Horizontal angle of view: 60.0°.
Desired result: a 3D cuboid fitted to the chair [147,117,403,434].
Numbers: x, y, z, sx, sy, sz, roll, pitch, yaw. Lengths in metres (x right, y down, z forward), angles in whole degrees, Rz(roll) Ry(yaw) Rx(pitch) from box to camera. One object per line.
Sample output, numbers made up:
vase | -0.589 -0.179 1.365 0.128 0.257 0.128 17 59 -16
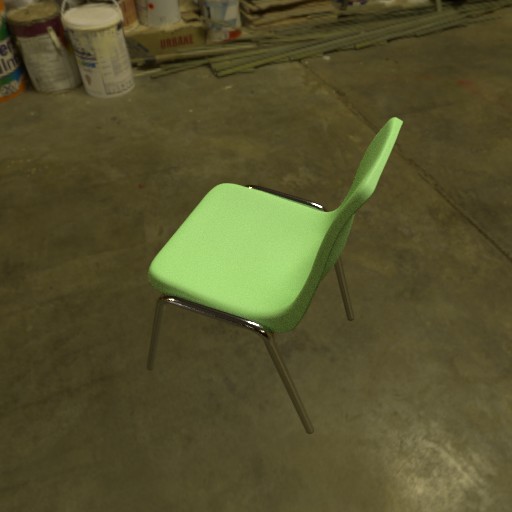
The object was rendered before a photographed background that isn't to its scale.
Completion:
chair | 0.000 0.000 0.929 0.436 0.653 0.381 18 50 16
